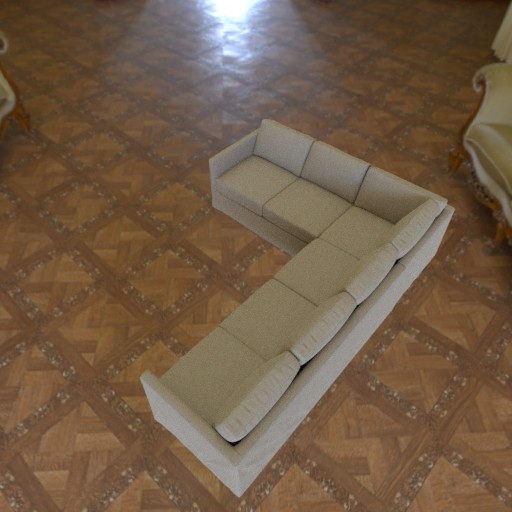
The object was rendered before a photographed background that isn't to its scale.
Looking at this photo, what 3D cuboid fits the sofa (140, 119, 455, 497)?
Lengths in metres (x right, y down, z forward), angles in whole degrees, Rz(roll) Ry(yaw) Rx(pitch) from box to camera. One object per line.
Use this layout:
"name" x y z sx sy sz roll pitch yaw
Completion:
"sofa" 0.000 0.000 4.215 2.432 0.871 3.182 32 55 27
